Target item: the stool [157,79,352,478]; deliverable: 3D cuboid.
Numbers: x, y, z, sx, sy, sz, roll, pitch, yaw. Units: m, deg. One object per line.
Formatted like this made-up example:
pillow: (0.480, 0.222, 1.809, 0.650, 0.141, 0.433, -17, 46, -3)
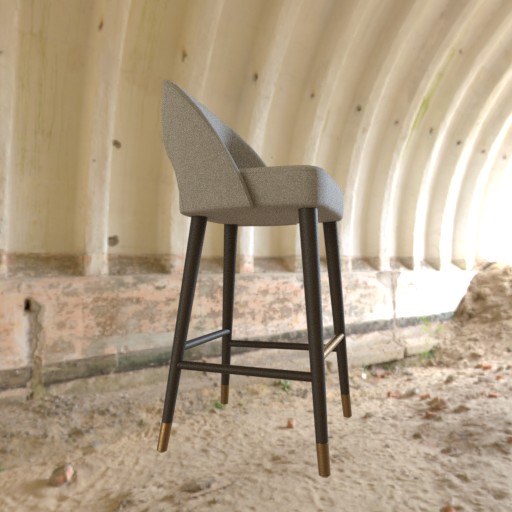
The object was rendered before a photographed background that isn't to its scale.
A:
stool: (0.000, 0.000, 1.322, 0.509, 1.037, 0.494, 0, -1, 19)
